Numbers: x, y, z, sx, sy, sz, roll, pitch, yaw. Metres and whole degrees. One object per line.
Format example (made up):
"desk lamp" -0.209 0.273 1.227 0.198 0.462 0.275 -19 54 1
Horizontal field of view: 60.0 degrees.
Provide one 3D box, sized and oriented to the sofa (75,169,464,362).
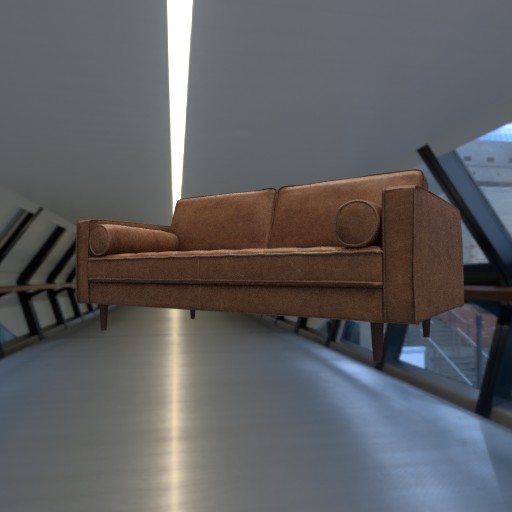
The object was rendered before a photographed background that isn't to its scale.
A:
"sofa" 0.000 0.000 2.371 1.920 0.825 0.924 -1 -3 34
